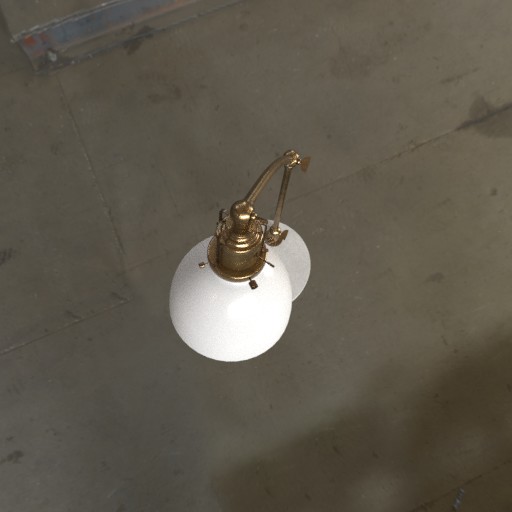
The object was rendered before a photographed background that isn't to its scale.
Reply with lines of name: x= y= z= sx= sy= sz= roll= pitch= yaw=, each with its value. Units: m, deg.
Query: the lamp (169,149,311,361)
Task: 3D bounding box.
lamp: x=0.000 y=0.000 z=0.653 sx=0.186 sy=0.522 sz=0.317 roll=20 pitch=77 yaw=5
